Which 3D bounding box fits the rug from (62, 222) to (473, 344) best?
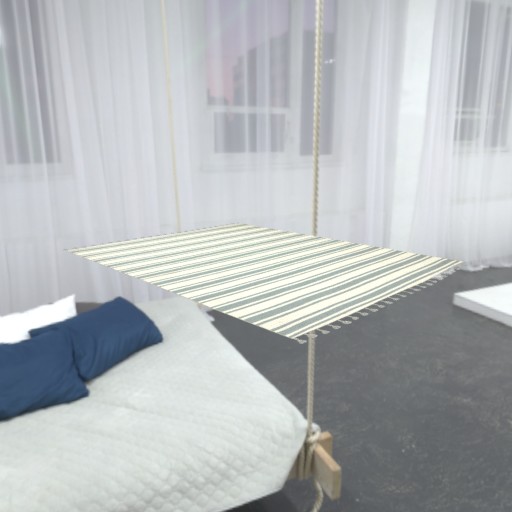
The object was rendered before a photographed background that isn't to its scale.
[{"bbox_3d":[0.000,0.000,4.260,2.439,0.005,3.201,-13,19,-43],"label":"rug"}]
